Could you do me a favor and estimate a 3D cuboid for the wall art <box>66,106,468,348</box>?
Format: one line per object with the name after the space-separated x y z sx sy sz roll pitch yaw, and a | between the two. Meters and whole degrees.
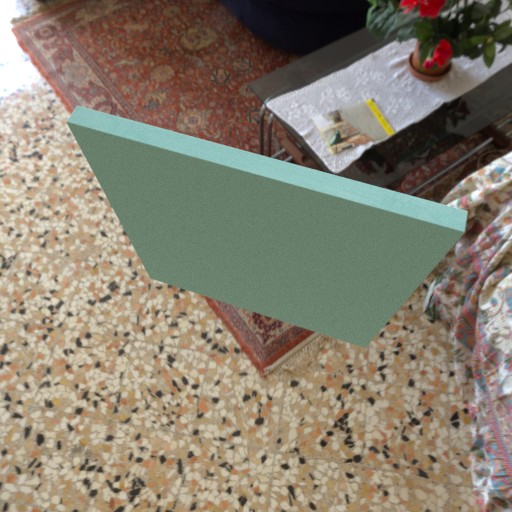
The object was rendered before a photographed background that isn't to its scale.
0.000 0.000 0.913 0.603 0.603 0.036 17 65 8 | wall art
